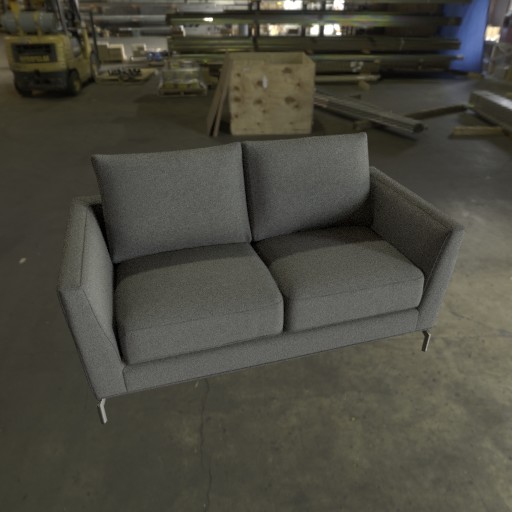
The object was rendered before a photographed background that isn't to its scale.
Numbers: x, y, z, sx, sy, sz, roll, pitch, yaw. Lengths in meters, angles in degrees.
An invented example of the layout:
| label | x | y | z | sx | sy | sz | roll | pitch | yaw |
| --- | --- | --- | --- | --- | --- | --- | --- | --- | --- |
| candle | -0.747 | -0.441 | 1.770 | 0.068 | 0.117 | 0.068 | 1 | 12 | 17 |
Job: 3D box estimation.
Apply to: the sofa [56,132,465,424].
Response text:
| label | x | y | z | sx | sy | sz | roll | pitch | yaw |
| --- | --- | --- | --- | --- | --- | --- | --- | --- | --- |
| sofa | 0.000 | 0.000 | 2.071 | 1.594 | 0.924 | 0.803 | -9 | 32 | -14 |
